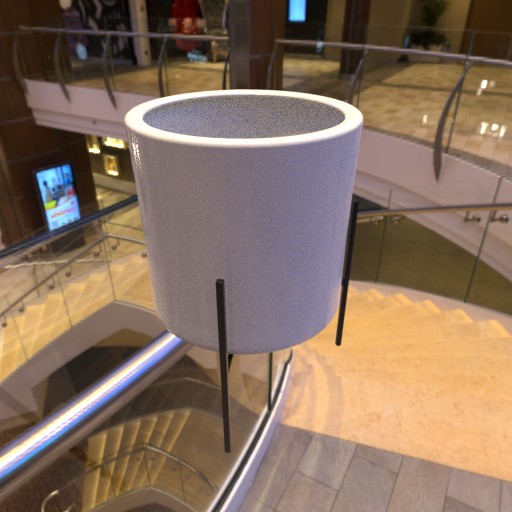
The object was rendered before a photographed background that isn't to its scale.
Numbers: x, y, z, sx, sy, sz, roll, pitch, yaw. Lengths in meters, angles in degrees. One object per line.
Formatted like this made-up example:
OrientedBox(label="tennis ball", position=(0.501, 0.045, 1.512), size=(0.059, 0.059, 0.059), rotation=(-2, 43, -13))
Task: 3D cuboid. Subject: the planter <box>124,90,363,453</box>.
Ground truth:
OrientedBox(label="planter", position=(0.000, 0.000, 0.746), size=(0.361, 0.480, 0.360), rotation=(-9, 31, -15))
